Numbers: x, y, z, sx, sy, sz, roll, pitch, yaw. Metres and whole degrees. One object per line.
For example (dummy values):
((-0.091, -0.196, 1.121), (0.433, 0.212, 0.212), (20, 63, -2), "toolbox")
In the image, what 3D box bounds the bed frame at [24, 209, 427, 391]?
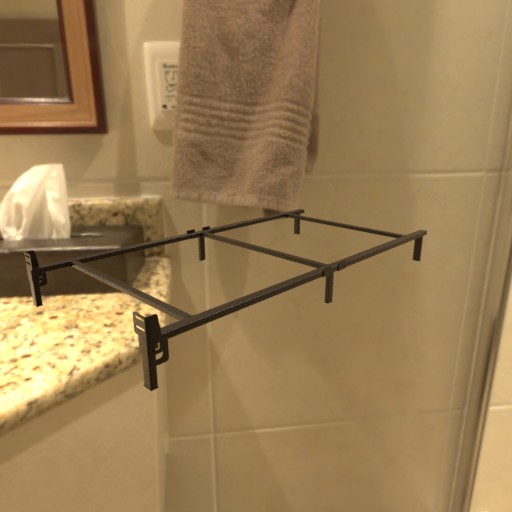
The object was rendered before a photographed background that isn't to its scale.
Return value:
((0.000, 0.000, 2.287), (0.968, 0.248, 1.897), (16, 23, 42), "bed frame")
